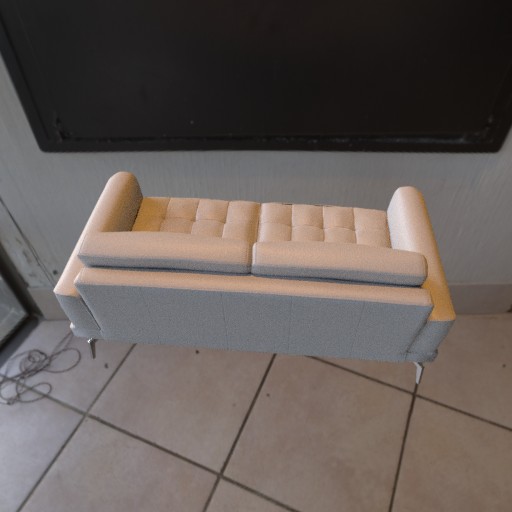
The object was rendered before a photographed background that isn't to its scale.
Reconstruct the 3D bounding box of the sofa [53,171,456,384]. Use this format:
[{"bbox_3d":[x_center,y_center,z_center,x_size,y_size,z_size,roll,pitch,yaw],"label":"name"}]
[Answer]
[{"bbox_3d":[0.000,0.000,2.776,2.177,0.930,1.121,4,48,3],"label":"sofa"}]
